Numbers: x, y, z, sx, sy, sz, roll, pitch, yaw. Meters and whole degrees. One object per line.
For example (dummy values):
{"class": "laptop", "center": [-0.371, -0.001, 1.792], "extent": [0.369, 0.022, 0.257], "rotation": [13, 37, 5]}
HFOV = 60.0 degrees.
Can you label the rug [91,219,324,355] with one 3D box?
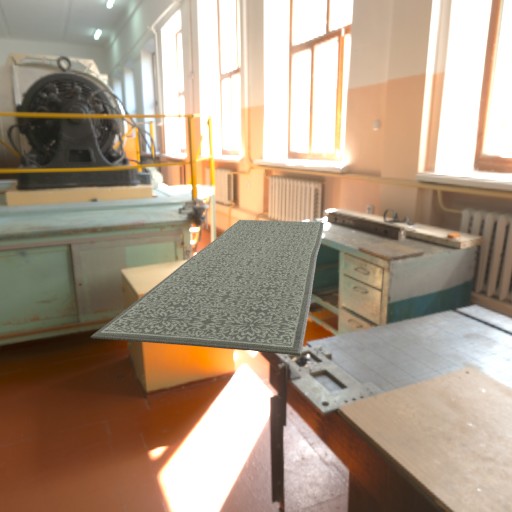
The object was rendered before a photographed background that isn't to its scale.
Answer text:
{"class": "rug", "center": [0.000, 0.000, 2.380], "extent": [0.662, 0.011, 2.196], "rotation": [3, 15, 10]}
